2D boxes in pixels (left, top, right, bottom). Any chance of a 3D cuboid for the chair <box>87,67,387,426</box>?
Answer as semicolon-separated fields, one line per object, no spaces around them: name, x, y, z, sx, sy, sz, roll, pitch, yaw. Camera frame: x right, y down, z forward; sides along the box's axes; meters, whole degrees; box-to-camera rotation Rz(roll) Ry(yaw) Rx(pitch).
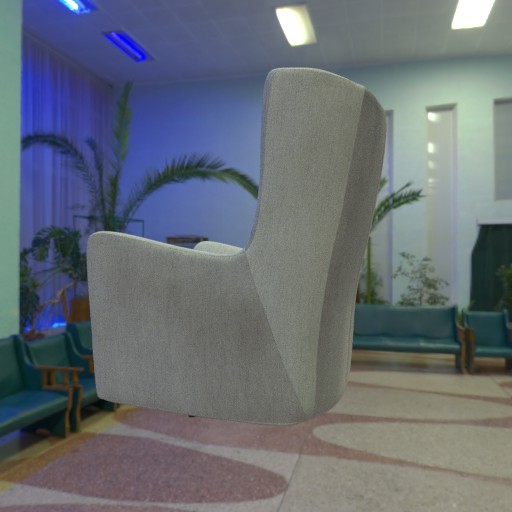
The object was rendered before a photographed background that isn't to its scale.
chair;0.000;0.000;1.595;0.904;1.000;0.779;0;-1;19
